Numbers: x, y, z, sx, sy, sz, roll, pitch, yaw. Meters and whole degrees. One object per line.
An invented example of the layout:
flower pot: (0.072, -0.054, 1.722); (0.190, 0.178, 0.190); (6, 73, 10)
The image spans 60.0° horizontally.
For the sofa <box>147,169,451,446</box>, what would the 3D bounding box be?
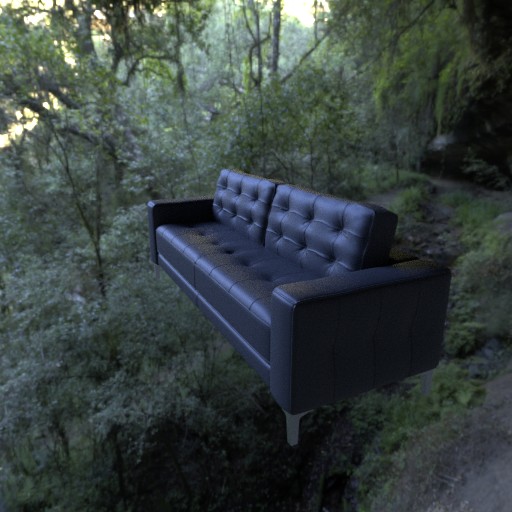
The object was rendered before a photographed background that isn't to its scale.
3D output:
sofa: (0.000, 0.000, 2.768); (0.833, 0.893, 2.275); (-9, 19, -25)
